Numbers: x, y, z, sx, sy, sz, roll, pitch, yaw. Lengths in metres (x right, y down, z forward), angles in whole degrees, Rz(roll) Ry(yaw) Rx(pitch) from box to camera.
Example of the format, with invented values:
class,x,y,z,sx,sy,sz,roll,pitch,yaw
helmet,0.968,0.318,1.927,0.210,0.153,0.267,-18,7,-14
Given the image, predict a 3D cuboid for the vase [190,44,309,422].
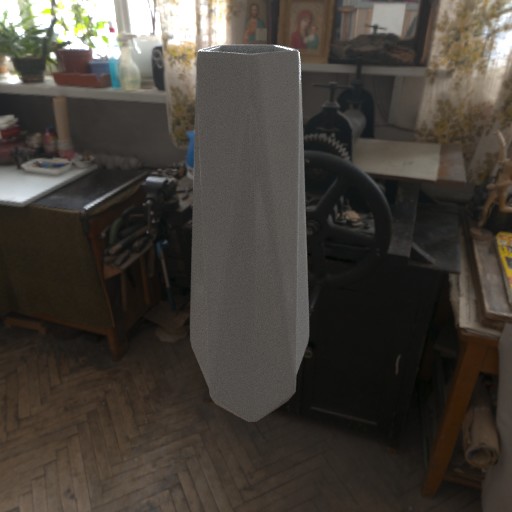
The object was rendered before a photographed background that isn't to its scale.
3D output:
class,x,y,z,sx,sy,sz,roll,pitch,yaw
vase,0.000,0.000,0.386,0.116,0.329,0.122,-11,32,-18
